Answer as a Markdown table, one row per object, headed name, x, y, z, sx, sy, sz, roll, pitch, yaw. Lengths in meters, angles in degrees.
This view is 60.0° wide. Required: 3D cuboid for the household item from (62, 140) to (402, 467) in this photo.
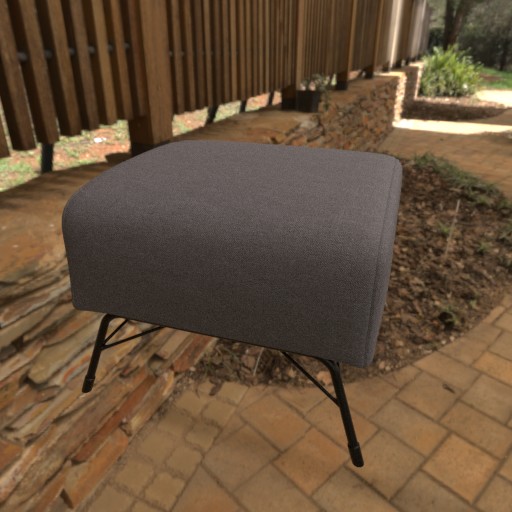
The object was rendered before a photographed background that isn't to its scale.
| name | x | y | z | sx | sy | sz | roll | pitch | yaw |
| --- | --- | --- | --- | --- | --- | --- | --- | --- | --- |
| household item | 0.000 | 0.000 | 0.901 | 0.530 | 0.410 | 0.530 | 8 | 28 | 16 |
